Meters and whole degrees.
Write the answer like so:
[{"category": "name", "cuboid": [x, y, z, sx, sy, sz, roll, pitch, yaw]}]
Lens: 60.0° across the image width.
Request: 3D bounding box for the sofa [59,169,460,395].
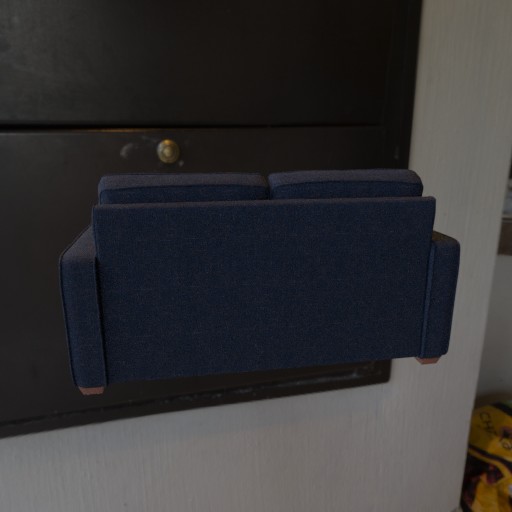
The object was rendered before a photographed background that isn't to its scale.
[{"category": "sofa", "cuboid": [0.000, 0.000, 2.289, 1.709, 0.918, 0.947, -3, 16, -9]}]
